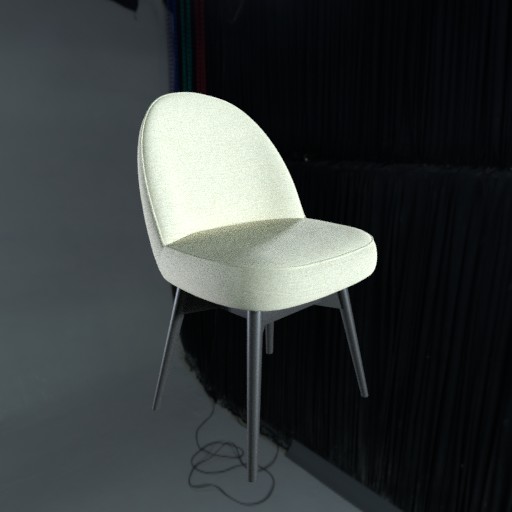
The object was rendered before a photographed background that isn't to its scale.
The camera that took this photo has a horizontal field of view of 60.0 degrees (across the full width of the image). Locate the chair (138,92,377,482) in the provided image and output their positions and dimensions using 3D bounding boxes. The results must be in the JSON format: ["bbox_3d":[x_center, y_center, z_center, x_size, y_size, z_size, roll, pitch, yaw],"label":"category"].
[{"bbox_3d":[0.000,0.000,1.158,0.540,0.838,0.532,14,20,43],"label":"chair"}]
